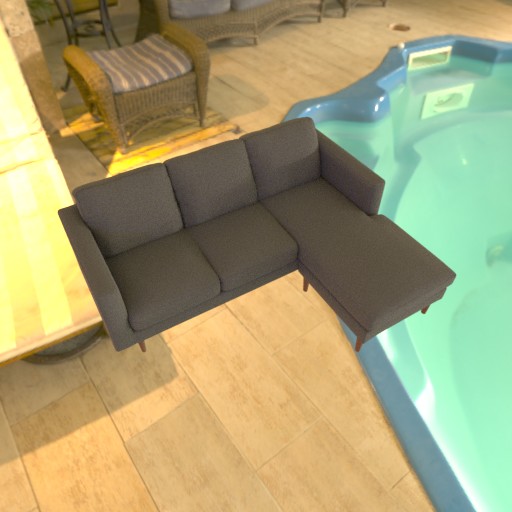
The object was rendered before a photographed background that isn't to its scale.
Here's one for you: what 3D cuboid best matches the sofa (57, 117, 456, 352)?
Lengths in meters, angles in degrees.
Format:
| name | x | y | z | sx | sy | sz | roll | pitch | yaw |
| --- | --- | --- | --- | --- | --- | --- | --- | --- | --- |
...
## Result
| name | x | y | z | sx | sy | sz | roll | pitch | yaw |
| --- | --- | --- | --- | --- | --- | --- | --- | --- | --- |
| sofa | 0.000 | 0.000 | 2.892 | 2.031 | 0.897 | 1.591 | -23 | 50 | -21 |
